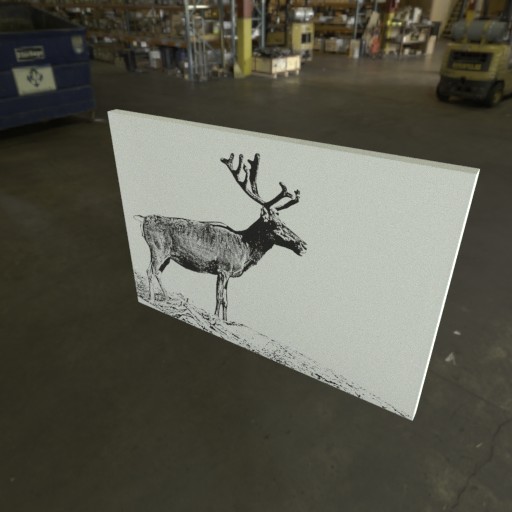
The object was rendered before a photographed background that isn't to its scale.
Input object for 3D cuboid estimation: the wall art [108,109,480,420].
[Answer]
[{"bbox_3d":[0.000,0.000,1.127,0.906,0.617,0.033,18,34,27],"label":"wall art"}]
